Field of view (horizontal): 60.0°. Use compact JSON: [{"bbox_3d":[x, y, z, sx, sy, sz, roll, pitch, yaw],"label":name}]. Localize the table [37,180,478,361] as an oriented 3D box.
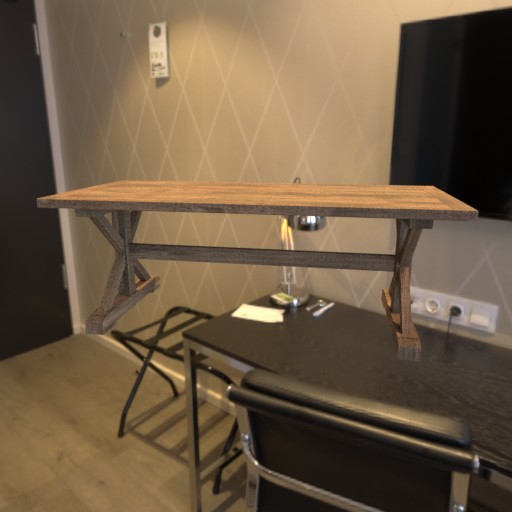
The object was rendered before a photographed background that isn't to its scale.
[{"bbox_3d":[0.000,0.000,2.534,2.031,0.733,0.907,3,16,10],"label":"table"}]
